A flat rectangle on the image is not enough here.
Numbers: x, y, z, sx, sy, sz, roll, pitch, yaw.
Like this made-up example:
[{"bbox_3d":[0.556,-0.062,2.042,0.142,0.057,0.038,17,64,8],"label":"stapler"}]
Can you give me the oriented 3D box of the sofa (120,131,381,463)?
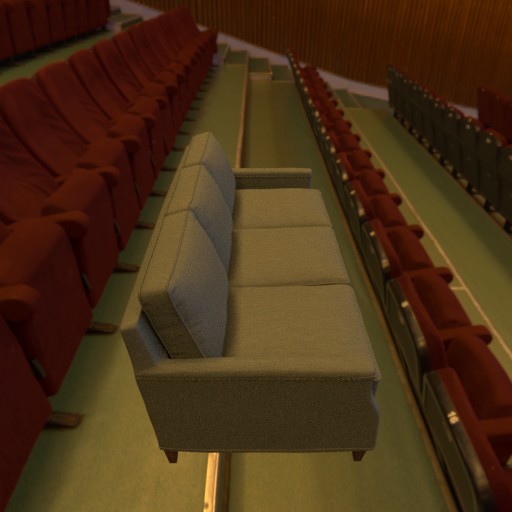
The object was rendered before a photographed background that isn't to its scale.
[{"bbox_3d":[0.000,0.000,2.768,1.084,1.003,2.246,0,32,-1],"label":"sofa"}]
